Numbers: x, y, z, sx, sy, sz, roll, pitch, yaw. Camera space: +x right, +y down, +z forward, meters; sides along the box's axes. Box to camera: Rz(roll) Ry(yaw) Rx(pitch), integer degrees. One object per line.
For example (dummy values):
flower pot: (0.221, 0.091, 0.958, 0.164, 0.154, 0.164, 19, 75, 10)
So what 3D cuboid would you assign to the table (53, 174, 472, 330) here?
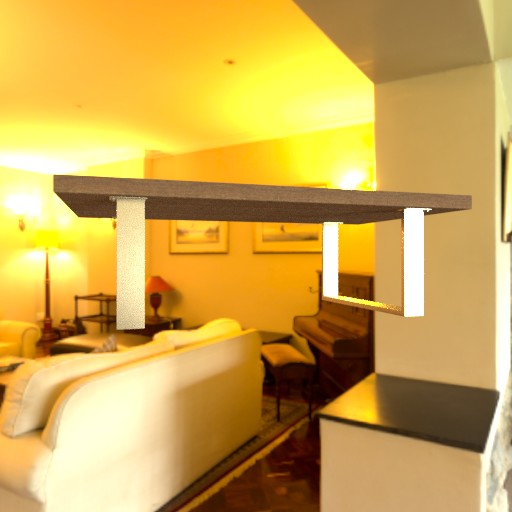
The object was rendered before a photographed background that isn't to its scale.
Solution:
table: (0.000, 0.000, 1.788, 1.400, 0.440, 0.800, 0, 0, -17)
